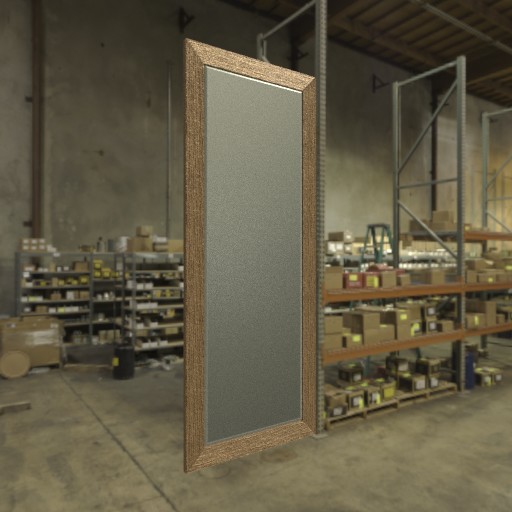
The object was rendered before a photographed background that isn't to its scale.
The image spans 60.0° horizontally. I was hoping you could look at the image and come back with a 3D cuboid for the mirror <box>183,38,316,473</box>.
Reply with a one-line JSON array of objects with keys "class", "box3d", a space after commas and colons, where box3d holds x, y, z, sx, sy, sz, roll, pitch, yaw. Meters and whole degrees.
[{"class": "mirror", "box3d": [0.000, 0.000, 2.308, 0.812, 2.031, 0.026, 0, 0, -35]}]
